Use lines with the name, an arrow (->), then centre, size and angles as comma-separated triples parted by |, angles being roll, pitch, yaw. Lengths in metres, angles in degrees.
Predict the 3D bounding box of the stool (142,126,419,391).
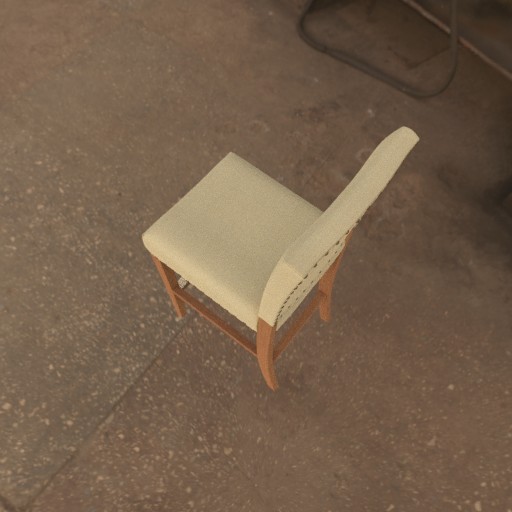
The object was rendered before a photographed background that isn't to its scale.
stool -> 0.000, 0.000, 1.468 | 0.584, 1.168, 0.445 | 36, 68, 17
